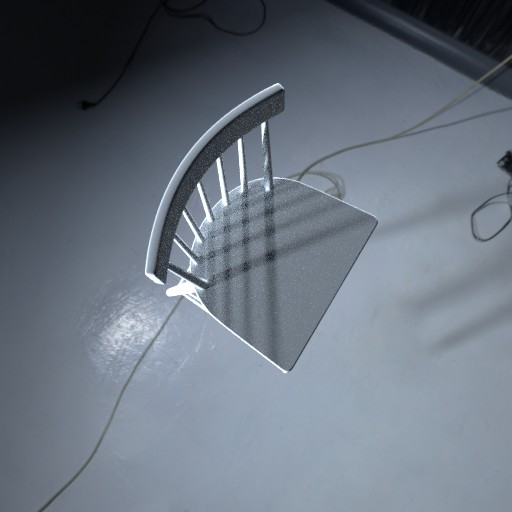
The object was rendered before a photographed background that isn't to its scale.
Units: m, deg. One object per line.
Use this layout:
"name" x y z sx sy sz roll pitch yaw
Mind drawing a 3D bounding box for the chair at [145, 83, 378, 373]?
"chair" 0.000 0.000 1.310 0.572 0.952 0.483 31 78 7
